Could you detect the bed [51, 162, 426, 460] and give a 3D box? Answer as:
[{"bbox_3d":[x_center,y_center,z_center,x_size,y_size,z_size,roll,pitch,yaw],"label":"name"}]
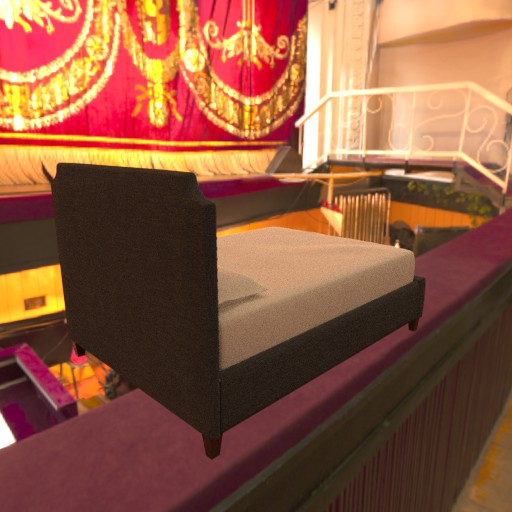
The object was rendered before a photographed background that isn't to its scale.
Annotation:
[{"bbox_3d":[0.000,0.000,3.408,1.713,1.443,2.372,14,20,43],"label":"bed"}]
